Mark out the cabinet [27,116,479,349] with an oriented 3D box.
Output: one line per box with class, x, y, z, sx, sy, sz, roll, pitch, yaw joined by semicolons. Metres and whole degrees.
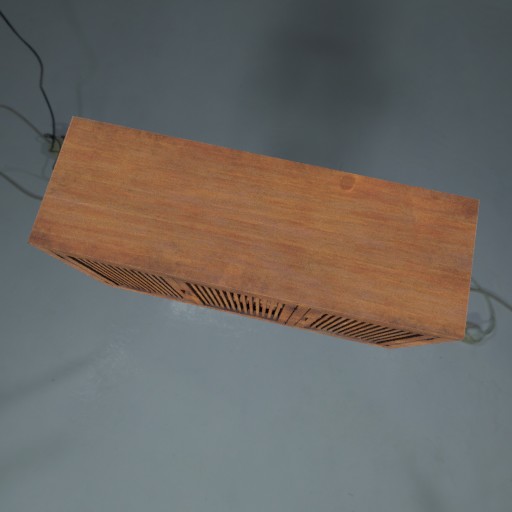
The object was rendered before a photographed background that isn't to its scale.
cabinet;0.000;0.000;1.627;1.204;0.805;0.403;12;76;3
